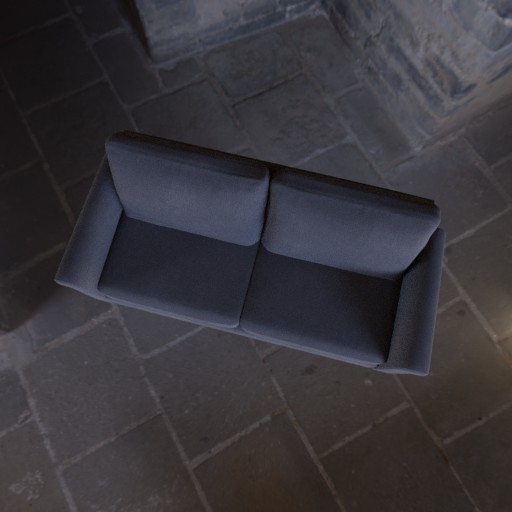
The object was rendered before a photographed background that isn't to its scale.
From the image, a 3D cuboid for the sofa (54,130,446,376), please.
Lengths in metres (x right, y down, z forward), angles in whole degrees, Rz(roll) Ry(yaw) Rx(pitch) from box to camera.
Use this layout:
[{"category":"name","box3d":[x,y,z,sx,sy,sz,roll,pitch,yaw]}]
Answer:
[{"category":"sofa","box3d":[0.000,0.000,2.438,1.935,0.942,0.842,14,75,4]}]
